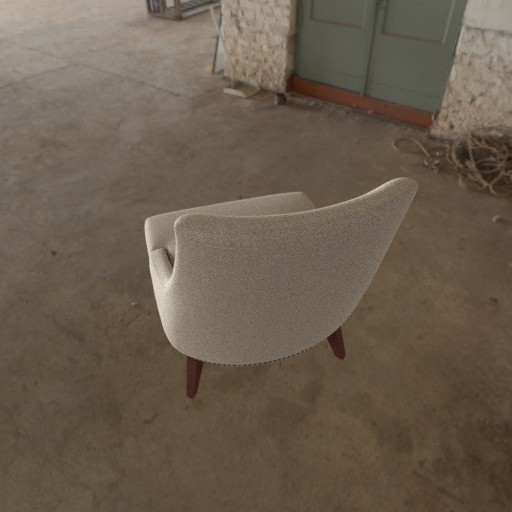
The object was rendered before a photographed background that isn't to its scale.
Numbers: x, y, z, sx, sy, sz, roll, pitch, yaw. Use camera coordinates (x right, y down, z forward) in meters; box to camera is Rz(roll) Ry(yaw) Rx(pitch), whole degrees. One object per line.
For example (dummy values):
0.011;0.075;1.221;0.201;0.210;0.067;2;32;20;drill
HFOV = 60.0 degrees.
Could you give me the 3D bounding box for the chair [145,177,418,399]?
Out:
0.000;0.000;1.482;0.701;0.909;0.861;-11;43;-12;chair
